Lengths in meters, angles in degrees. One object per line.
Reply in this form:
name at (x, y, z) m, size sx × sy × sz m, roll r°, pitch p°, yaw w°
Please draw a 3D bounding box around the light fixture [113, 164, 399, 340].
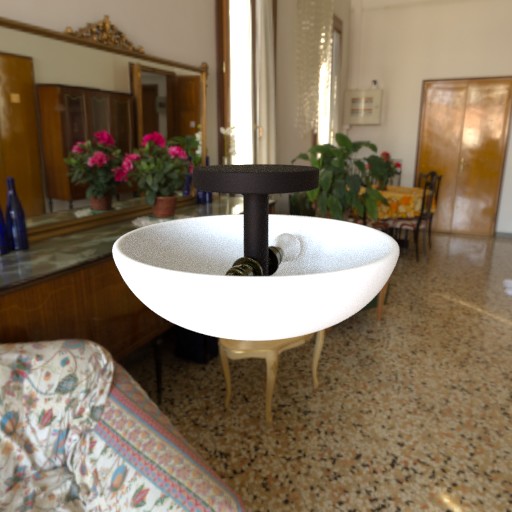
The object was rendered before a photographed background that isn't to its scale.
light fixture at (0.000, 0.000, 0.541) m, size 0.331 × 0.212 × 0.331 m, roll 0°, pitch 15°, yaw 0°
